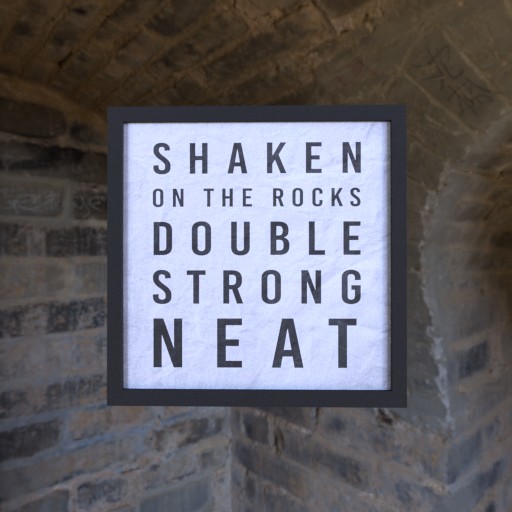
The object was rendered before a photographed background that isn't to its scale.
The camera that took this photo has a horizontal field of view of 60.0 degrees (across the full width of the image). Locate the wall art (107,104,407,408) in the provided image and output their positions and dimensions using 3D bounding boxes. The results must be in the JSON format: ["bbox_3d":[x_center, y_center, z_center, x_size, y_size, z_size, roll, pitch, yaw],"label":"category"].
[{"bbox_3d":[0.000,0.000,0.681,0.456,0.458,0.013,0,0,1],"label":"wall art"}]
